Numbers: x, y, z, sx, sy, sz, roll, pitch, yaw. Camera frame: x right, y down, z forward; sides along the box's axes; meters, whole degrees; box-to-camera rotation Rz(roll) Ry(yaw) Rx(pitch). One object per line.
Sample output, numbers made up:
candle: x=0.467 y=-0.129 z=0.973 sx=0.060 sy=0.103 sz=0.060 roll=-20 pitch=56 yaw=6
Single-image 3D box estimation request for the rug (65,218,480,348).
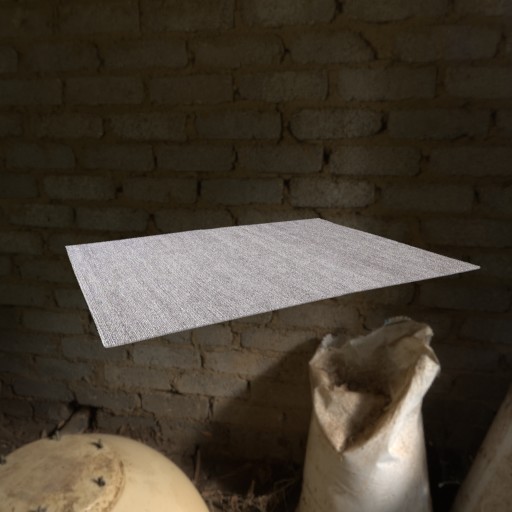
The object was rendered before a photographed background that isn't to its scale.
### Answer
rug: x=0.000 y=0.000 z=4.236 sx=3.202 sy=0.045 sz=2.434 roll=-8 pitch=18 yaw=-26
